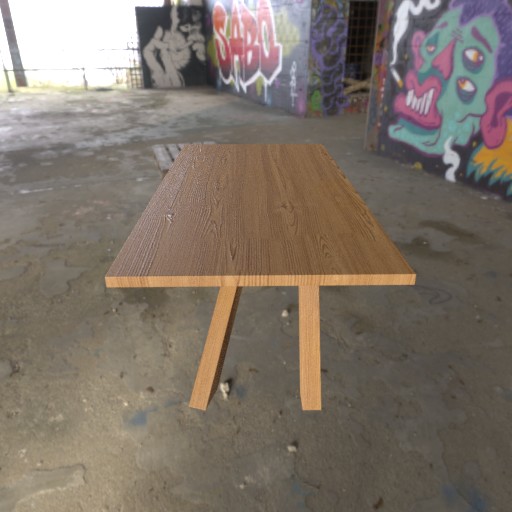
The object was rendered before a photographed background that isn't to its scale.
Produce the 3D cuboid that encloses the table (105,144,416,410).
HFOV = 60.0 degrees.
[{"bbox_3d":[0.000,0.000,2.251,0.901,0.750,1.797,0,26,-1],"label":"table"}]
